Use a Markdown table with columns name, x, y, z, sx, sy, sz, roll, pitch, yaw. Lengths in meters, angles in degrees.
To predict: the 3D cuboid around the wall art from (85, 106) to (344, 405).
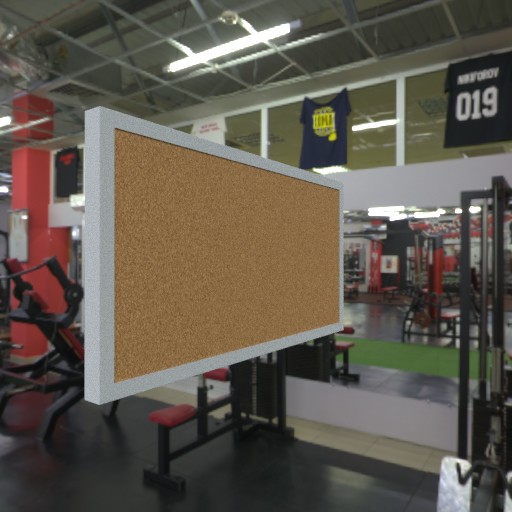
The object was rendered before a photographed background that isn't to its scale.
| name | x | y | z | sx | sy | sz | roll | pitch | yaw |
| --- | --- | --- | --- | --- | --- | --- | --- | --- | --- |
| wall art | 0.000 | 0.000 | 0.977 | 0.038 | 0.431 | 0.812 | 0 | 0 | 36 |
